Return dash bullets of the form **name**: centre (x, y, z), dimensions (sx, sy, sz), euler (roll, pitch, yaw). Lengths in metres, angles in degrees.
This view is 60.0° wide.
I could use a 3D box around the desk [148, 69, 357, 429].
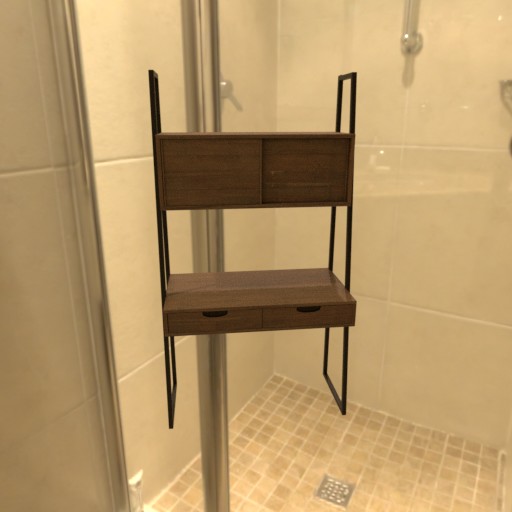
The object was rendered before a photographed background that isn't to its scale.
- **desk**: centre (0.000, 0.000, 2.320), dimensions (0.982, 1.809, 0.515), euler (-2, 18, -7)
